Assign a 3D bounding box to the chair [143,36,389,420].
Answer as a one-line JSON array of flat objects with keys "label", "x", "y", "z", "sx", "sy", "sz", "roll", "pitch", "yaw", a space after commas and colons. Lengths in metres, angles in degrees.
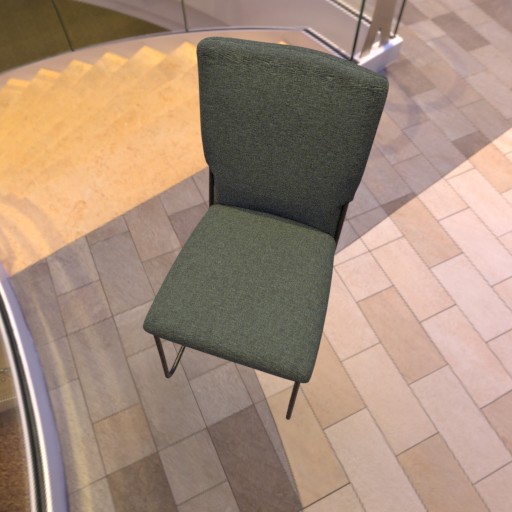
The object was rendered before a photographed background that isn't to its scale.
[{"label": "chair", "x": 0.000, "y": 0.000, "z": 1.261, "sx": 0.480, "sy": 0.931, "sz": 0.635, "roll": 16, "pitch": 61, "yaw": 9}]
